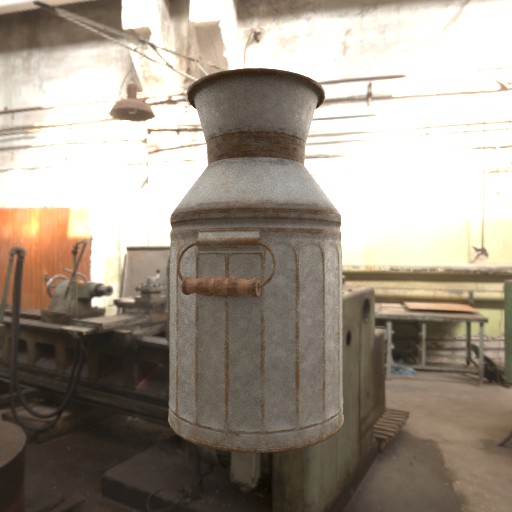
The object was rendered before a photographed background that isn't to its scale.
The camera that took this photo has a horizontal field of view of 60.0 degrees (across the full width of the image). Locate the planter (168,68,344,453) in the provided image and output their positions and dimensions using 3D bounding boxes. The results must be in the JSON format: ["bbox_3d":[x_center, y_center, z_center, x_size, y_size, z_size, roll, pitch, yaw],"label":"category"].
[{"bbox_3d":[0.000,0.000,0.549,0.214,0.396,0.245,0,0,16],"label":"planter"}]
